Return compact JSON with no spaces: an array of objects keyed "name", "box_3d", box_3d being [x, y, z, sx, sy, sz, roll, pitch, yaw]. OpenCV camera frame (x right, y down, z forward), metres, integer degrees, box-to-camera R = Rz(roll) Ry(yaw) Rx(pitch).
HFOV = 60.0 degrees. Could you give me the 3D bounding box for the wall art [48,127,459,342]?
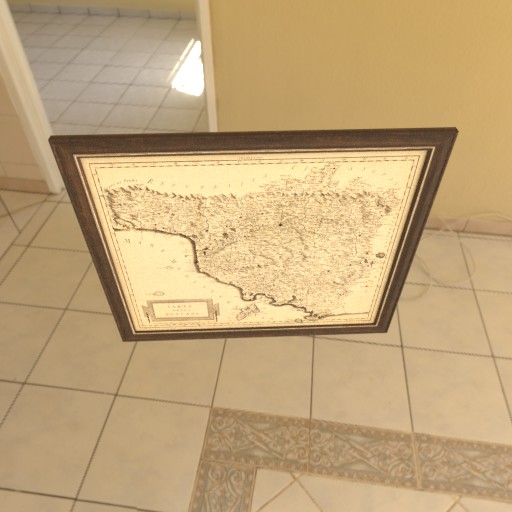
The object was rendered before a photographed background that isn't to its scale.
[{"name":"wall art","box_3d":[0.000,0.000,1.430,1.033,0.875,0.023,-2,45,-2]}]
